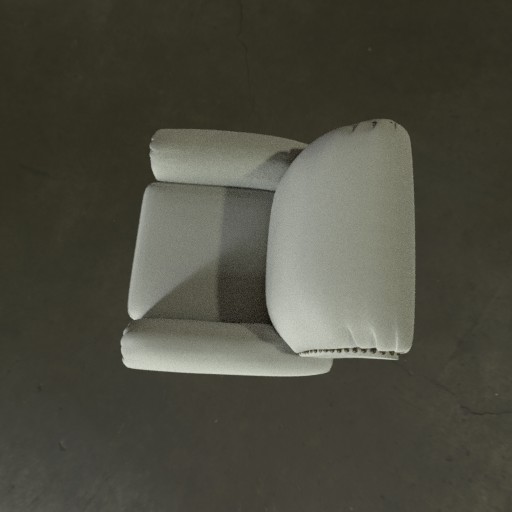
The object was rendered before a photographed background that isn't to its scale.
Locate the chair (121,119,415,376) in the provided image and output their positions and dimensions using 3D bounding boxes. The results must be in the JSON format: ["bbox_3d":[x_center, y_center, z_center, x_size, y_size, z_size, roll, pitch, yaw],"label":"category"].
[{"bbox_3d":[0.000,0.000,1.617,0.890,0.927,0.854,4,76,1],"label":"chair"}]
